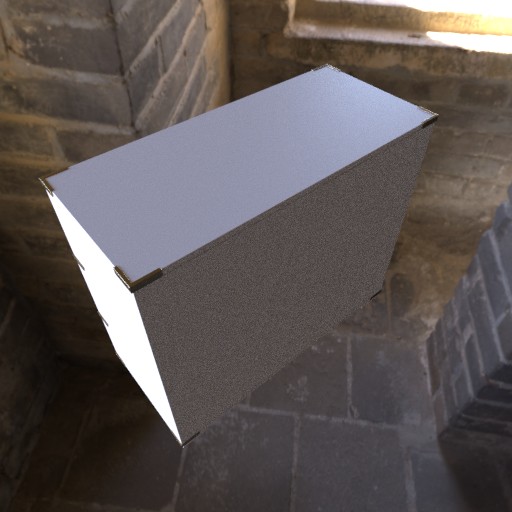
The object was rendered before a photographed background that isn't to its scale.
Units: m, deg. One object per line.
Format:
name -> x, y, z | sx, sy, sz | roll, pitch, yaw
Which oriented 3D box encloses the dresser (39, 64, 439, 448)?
dresser -> 0.000, 0.000, 1.528 | 1.022, 0.891, 0.460 | -31, 54, -26
